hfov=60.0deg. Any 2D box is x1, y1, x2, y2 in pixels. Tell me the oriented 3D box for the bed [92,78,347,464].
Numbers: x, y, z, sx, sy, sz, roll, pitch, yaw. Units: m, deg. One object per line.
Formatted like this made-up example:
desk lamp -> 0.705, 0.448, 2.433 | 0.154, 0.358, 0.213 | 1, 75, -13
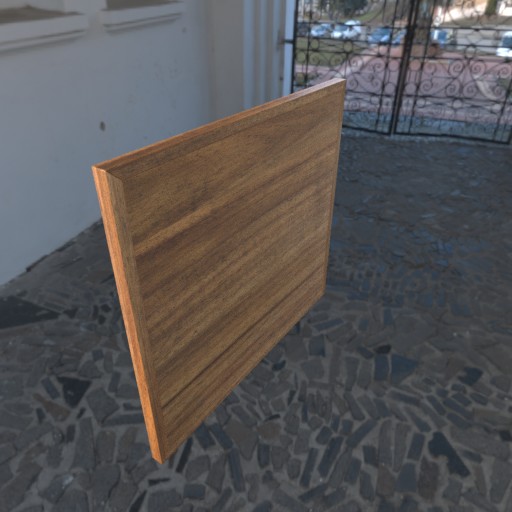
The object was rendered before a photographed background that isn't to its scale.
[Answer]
bed -> 0.000, 0.000, 1.455 | 0.043, 0.940, 1.041 | 21, 38, 29
